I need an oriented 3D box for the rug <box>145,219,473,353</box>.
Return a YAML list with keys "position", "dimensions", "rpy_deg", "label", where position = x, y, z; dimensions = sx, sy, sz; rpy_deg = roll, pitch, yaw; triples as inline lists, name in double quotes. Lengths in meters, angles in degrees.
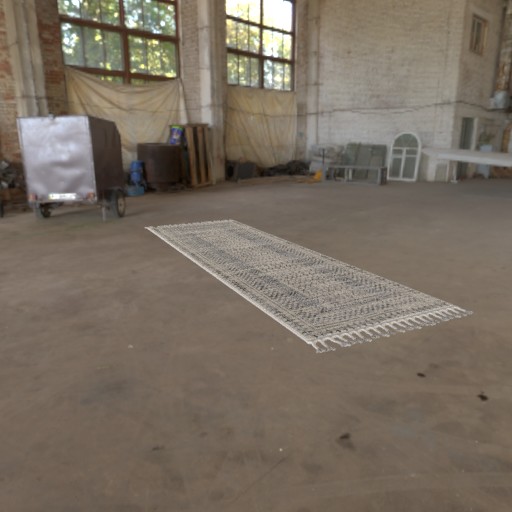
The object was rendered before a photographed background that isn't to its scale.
- position: [0.000, 0.000, 2.725]
  dimensions: [0.786, 0.013, 2.480]
  rpy_deg: [-7, 17, -26]
  label: "rug"
